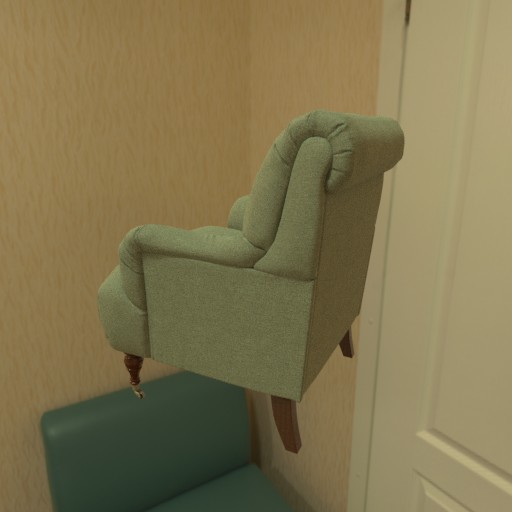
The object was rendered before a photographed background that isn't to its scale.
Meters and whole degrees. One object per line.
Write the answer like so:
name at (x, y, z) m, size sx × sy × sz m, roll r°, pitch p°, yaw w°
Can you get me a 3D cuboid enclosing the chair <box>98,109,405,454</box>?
chair at (0.000, 0.000, 1.939) m, size 1.060 × 1.178 × 0.964 m, roll 8°, pitch 18°, yaw 25°
